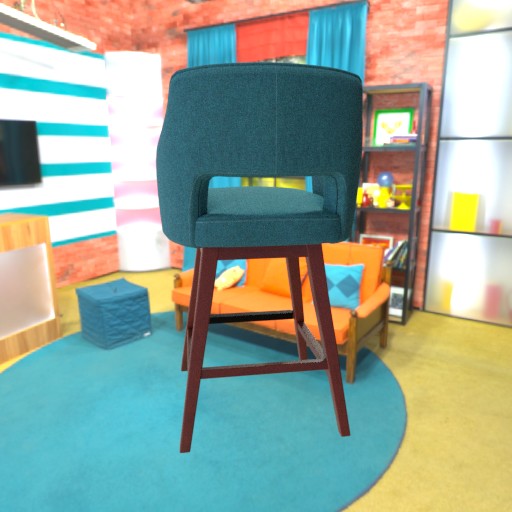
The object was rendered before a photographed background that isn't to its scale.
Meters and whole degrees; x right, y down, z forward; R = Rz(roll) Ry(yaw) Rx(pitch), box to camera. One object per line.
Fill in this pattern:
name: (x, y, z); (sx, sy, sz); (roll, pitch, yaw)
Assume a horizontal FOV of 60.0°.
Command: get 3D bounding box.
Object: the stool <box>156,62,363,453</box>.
stool: (0.000, 0.000, 1.295); (0.548, 0.961, 0.556); (-2, 14, -9)
